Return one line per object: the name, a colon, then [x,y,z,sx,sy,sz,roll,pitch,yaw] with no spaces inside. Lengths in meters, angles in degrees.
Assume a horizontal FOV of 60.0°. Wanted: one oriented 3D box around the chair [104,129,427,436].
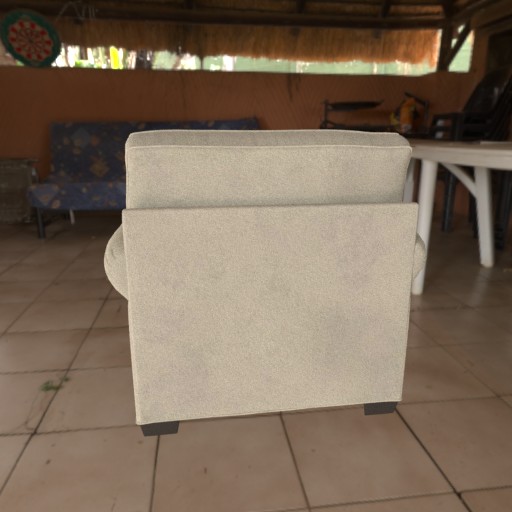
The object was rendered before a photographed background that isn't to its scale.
chair: [0.000,0.000,1.912,1.147,1.044,0.939,-2,16,-8]
